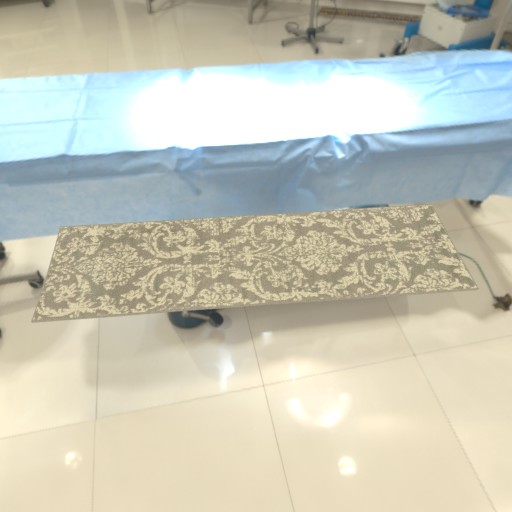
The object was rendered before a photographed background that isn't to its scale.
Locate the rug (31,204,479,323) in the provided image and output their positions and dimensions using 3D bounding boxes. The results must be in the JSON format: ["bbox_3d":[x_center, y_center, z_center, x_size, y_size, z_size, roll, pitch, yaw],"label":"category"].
[{"bbox_3d":[0.000,0.000,2.386,2.196,0.011,0.662,-4,47,-4],"label":"rug"}]
